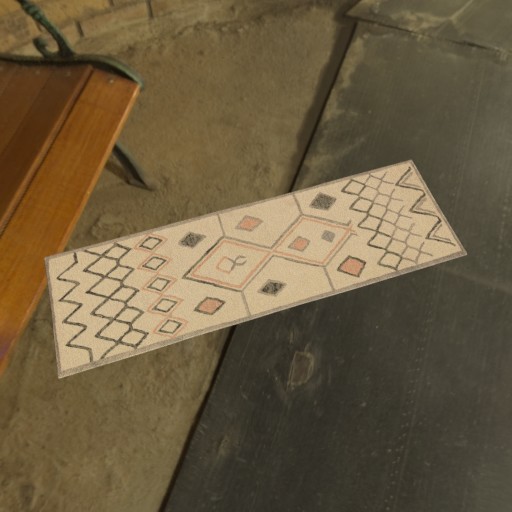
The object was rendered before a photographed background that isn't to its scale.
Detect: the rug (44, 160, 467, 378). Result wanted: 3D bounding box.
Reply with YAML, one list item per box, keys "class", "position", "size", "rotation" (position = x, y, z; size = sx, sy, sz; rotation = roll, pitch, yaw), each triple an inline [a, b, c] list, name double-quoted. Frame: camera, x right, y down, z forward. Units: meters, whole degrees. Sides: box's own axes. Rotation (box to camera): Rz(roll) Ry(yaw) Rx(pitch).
- class: "rug"
  position: [0.000, 0.000, 2.667]
  size: [2.435, 0.011, 0.750]
  rotation: [-16, 65, -8]
